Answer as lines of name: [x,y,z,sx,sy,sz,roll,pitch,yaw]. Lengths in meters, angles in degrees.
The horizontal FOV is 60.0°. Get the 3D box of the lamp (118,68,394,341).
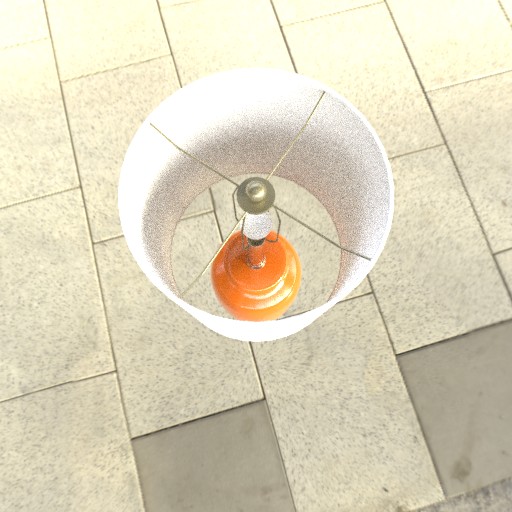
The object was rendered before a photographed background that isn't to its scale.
lamp: [0.000,0.000,1.093,0.418,0.871,0.418,-18,77,-4]
